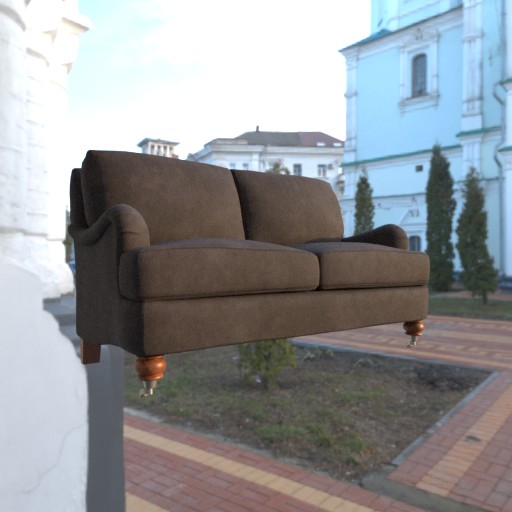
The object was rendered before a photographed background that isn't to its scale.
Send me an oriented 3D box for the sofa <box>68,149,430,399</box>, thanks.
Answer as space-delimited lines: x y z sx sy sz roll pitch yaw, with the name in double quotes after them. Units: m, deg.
0.000 0.000 2.507 1.853 1.101 1.084 0 0 -36 "sofa"
